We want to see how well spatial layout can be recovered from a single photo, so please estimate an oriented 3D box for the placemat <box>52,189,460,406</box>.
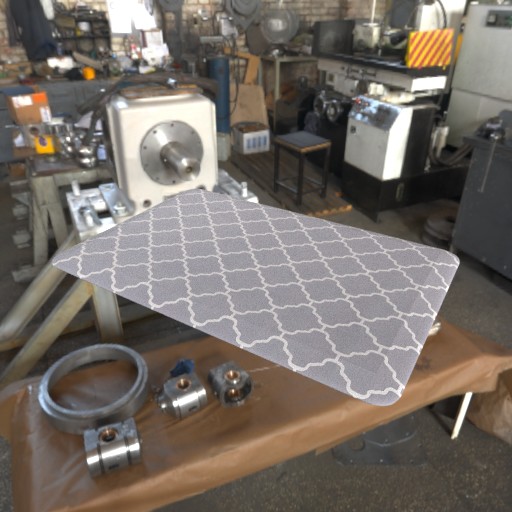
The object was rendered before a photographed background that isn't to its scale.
[{"bbox_3d":[0.000,0.000,0.965,0.762,0.021,0.508,18,35,27],"label":"placemat"}]
